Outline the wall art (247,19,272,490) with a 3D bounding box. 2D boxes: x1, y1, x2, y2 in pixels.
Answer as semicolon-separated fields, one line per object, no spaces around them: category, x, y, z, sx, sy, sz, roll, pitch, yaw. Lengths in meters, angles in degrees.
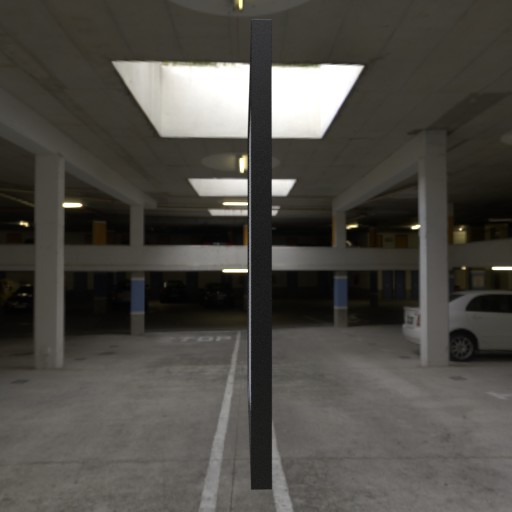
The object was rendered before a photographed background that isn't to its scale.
wall art;0.000;0.000;0.536;0.018;0.397;0.325;0;-1;-2
